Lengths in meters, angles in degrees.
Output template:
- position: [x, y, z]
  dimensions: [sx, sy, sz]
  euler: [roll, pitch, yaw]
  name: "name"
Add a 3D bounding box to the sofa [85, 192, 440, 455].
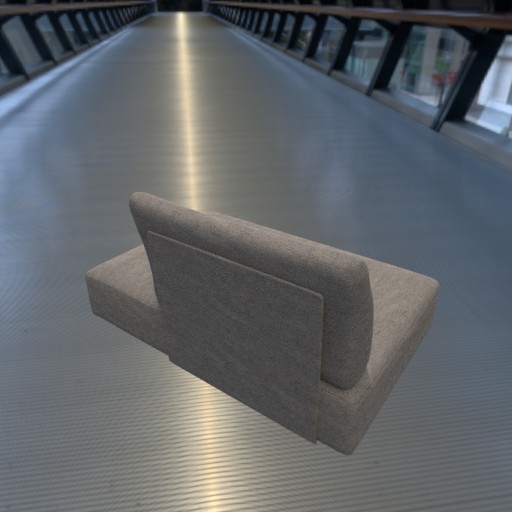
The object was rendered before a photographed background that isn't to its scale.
- position: [0.000, 0.000, 2.031]
  dimensions: [1.450, 0.820, 1.002]
  euler: [19, 34, 31]
  name: "sofa"
